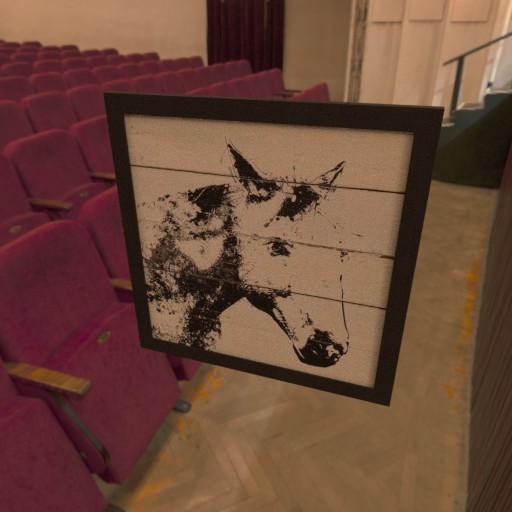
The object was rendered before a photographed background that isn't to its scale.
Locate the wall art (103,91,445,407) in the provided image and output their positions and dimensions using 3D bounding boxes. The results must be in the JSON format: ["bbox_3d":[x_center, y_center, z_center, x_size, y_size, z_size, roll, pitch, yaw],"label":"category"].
[{"bbox_3d":[0.000,0.000,1.507,1.016,1.016,0.038,9,28,17],"label":"wall art"}]
